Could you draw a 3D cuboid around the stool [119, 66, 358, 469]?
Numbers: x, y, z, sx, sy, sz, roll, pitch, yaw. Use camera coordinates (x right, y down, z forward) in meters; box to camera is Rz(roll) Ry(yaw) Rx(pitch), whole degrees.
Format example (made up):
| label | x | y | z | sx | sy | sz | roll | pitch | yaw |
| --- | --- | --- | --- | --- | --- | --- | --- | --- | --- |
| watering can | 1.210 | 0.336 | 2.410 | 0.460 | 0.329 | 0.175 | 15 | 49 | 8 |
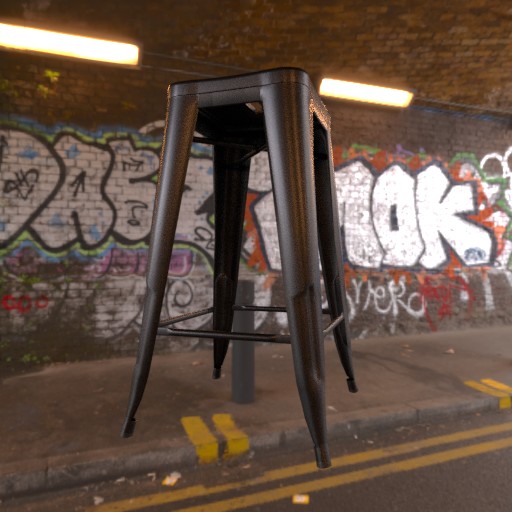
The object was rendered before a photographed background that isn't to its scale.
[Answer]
| label | x | y | z | sx | sy | sz | roll | pitch | yaw |
| --- | --- | --- | --- | --- | --- | --- | --- | --- | --- |
| stool | 0.000 | 0.000 | 0.871 | 0.359 | 0.609 | 0.399 | 0 | 0 | 18 |
